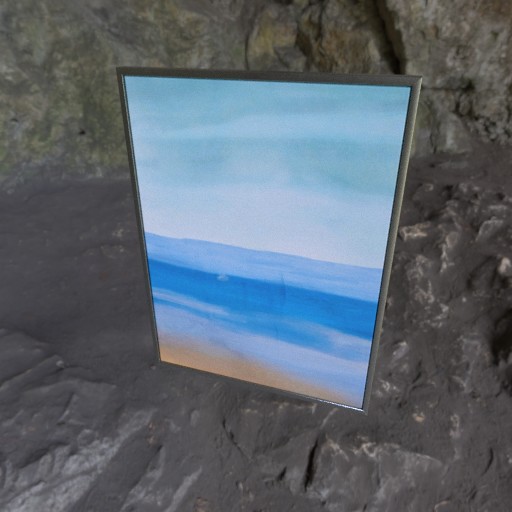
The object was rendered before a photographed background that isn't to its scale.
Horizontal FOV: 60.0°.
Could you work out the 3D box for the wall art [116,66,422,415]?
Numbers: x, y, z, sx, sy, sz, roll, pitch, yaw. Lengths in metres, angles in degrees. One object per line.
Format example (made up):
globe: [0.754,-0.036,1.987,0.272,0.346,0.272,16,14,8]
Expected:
wall art: [0.000,0.000,1.374,0.803,1.062,0.041,9,29,16]
